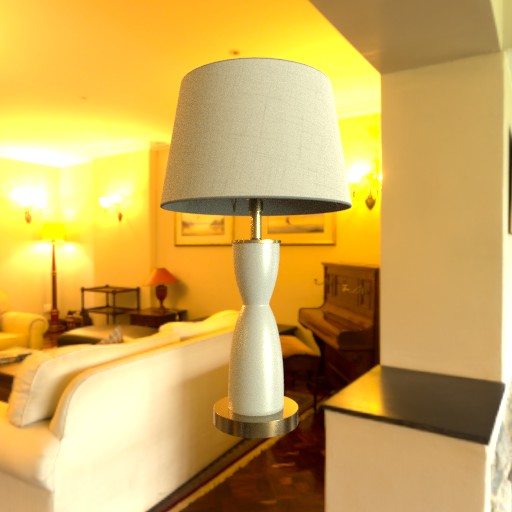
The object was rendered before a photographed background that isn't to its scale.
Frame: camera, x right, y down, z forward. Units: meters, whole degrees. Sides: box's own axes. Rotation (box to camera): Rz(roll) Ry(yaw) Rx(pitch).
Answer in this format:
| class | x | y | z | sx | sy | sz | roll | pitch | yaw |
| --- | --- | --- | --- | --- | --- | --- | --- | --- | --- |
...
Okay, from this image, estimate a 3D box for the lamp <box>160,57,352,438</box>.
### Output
| class | x | y | z | sx | sy | sz | roll | pitch | yaw |
| --- | --- | --- | --- | --- | --- | --- | --- | --- | --- |
| lamp | 0.000 | 0.000 | 0.729 | 0.309 | 0.545 | 0.309 | 0 | 1 | 0 |
